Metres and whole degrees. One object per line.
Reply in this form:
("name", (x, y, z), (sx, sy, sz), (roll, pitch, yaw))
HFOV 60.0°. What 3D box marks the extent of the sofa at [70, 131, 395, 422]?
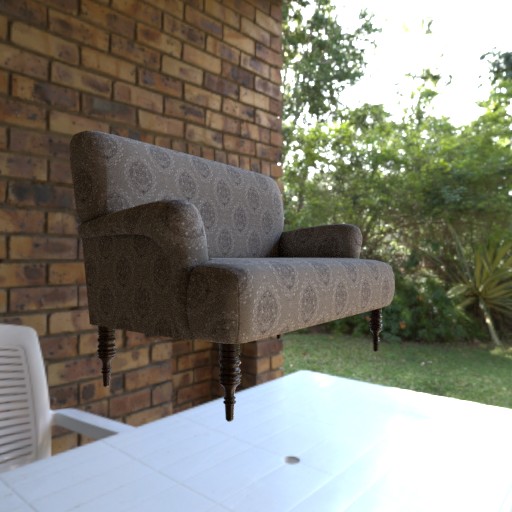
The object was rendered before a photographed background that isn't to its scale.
("sofa", (0.000, 0.000, 1.806), (0.779, 0.889, 1.297), (0, 0, 36))
